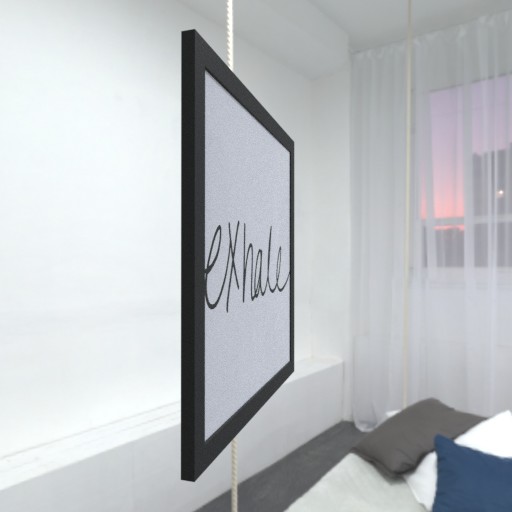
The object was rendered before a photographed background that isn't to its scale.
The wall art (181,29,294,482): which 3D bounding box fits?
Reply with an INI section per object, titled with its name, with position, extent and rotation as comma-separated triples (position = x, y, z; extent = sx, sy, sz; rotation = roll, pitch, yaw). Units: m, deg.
[wall art]
position = 0.000, 0.000, 0.521
extent = 0.012, 0.357, 0.358
rotation = 0, 0, 18
